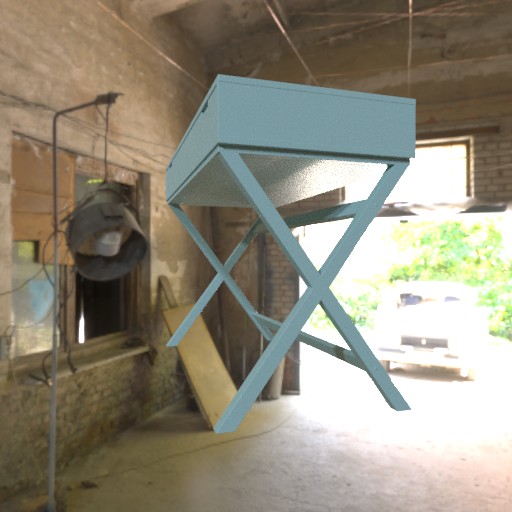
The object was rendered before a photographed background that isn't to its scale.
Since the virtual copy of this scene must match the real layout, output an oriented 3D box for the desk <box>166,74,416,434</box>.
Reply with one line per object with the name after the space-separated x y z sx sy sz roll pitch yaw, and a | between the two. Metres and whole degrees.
0.000 0.000 1.533 0.509 0.780 1.059 0 0 -17 | desk
